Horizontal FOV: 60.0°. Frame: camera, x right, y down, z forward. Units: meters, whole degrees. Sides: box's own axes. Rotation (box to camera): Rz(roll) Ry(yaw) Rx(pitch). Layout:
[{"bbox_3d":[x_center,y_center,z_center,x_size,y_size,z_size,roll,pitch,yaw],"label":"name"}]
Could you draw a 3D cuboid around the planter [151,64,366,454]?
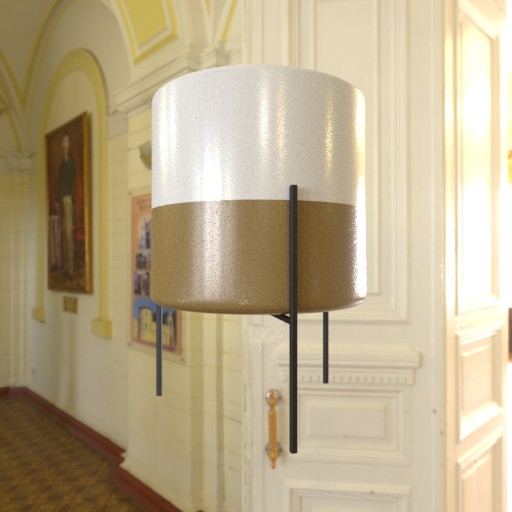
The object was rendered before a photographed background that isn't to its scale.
[{"bbox_3d":[0.000,0.000,0.639,0.310,0.432,0.310,0,0,1],"label":"planter"}]
